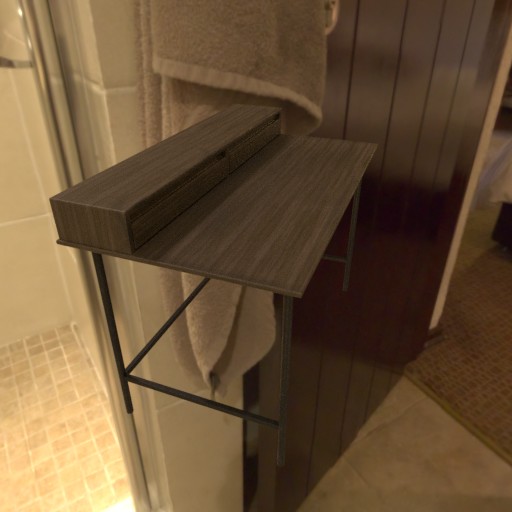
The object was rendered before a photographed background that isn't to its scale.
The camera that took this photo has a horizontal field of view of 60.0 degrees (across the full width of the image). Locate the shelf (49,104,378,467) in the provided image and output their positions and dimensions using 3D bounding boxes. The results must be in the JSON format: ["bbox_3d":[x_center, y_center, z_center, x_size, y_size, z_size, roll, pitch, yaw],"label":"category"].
[{"bbox_3d":[0.000,0.000,1.731,0.685,0.865,1.212,11,33,18],"label":"shelf"}]
